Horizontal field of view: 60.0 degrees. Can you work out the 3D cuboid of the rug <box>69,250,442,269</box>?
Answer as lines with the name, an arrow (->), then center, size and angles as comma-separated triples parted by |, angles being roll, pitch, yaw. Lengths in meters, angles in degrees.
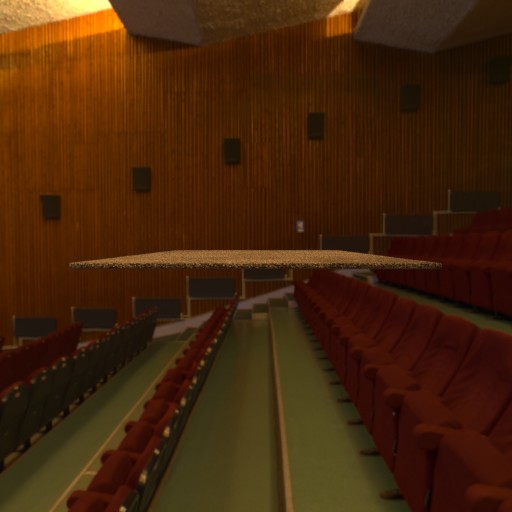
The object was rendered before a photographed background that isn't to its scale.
rug -> 0.000, 0.000, 2.946 | 1.501, 0.025, 2.352 | 0, 2, 0
